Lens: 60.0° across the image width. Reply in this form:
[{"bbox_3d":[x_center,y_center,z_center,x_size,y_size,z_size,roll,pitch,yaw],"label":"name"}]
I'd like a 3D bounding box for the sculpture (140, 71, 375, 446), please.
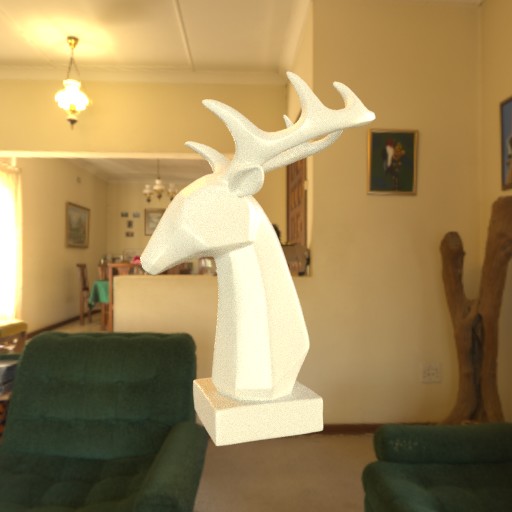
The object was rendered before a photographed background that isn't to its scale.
[{"bbox_3d":[0.000,0.000,0.443,0.224,0.329,0.174,0,0,-19],"label":"sculpture"}]
